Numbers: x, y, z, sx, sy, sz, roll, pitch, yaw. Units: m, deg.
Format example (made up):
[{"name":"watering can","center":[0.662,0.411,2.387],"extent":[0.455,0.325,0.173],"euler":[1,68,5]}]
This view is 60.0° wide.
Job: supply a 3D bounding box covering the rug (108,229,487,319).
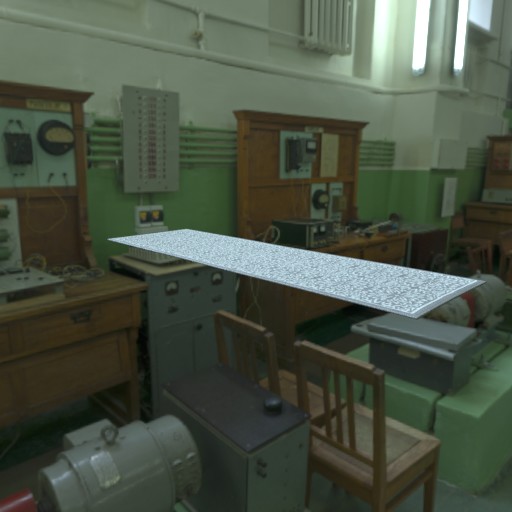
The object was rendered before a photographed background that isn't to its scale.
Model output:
[{"name":"rug","center":[0.000,0.000,2.468],"extent":[0.662,0.011,2.196],"euler":[-12,17,-44]}]
